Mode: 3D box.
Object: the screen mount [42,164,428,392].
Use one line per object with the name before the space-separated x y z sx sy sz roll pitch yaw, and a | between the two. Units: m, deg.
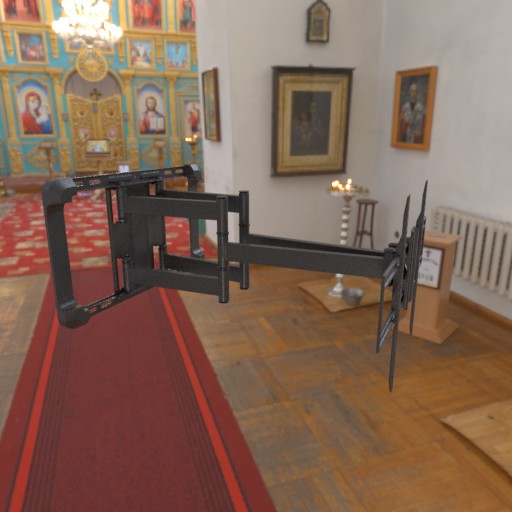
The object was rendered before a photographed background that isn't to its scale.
screen mount | 0.000 0.000 1.343 0.905 0.483 0.725 8 17 25
